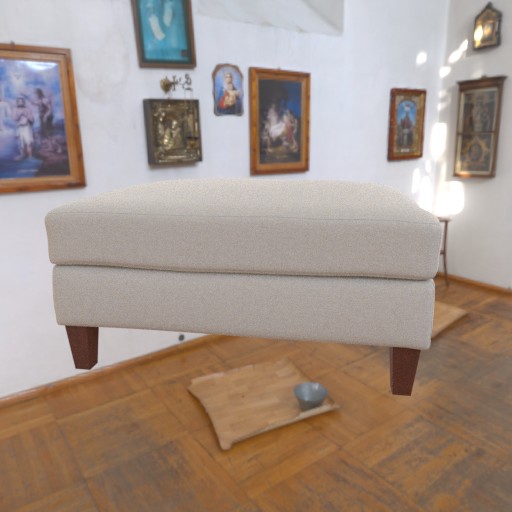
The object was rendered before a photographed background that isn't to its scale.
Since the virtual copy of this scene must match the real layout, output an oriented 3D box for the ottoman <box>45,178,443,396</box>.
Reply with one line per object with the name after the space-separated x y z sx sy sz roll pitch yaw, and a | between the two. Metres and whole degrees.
0.000 0.000 1.471 0.976 0.492 0.836 2 14 9 | ottoman
